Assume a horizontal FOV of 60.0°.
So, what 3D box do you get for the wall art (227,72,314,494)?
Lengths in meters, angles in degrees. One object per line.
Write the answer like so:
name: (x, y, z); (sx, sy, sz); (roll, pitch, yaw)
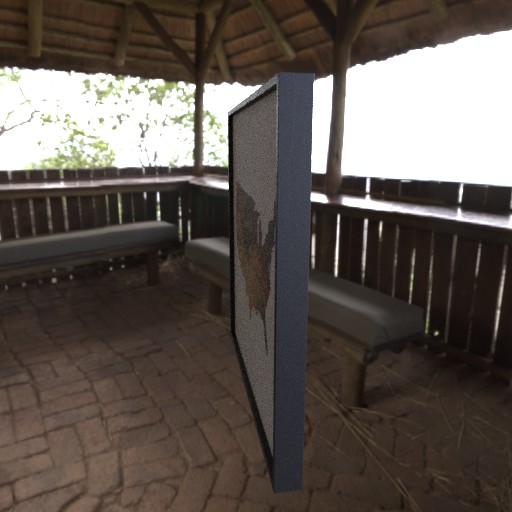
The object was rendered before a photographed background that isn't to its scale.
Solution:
wall art: (0.000, 0.000, 0.756); (0.038, 0.507, 0.507); (-2, 14, -9)
